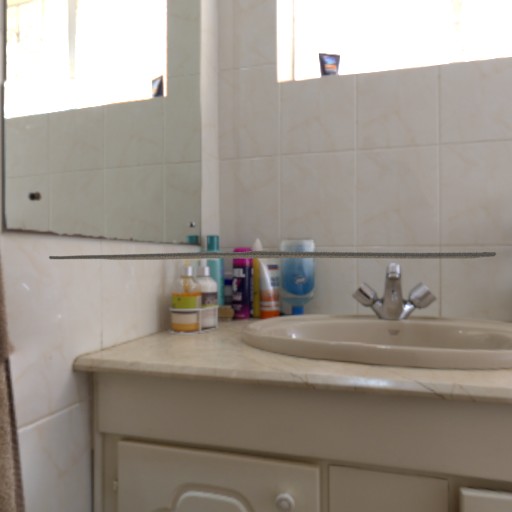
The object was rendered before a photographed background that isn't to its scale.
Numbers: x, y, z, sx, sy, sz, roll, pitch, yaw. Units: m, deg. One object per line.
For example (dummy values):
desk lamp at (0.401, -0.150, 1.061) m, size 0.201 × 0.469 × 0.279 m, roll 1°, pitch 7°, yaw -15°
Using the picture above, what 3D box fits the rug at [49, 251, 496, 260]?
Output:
rug at (0.000, 0.000, 2.531) m, size 2.341 × 0.037 × 0.675 m, roll 0°, pitch -1°, yaw 19°
